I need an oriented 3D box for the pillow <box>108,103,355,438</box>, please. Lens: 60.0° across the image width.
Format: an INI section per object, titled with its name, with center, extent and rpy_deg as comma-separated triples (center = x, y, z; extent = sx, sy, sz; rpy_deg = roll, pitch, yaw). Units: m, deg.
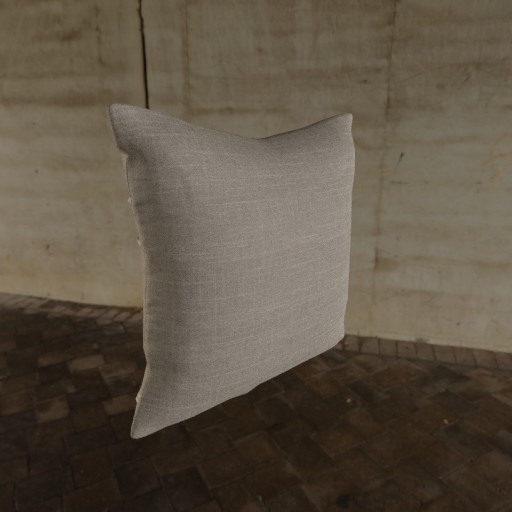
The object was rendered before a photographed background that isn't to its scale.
[pillow]
center = 0.000, 0.000, 0.636
extent = 0.424, 0.400, 0.169
rpy_deg = -14, 21, -40
